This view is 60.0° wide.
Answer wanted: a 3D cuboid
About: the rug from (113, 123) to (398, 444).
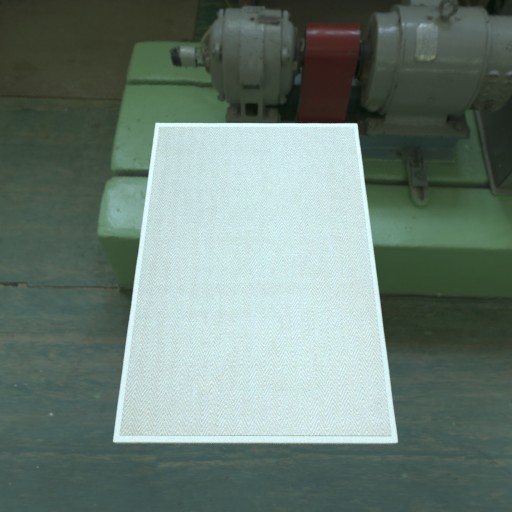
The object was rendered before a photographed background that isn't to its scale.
[{"bbox_3d":[0.000,0.000,2.866,1.532,0.017,2.244,0,64,0],"label":"rug"}]
